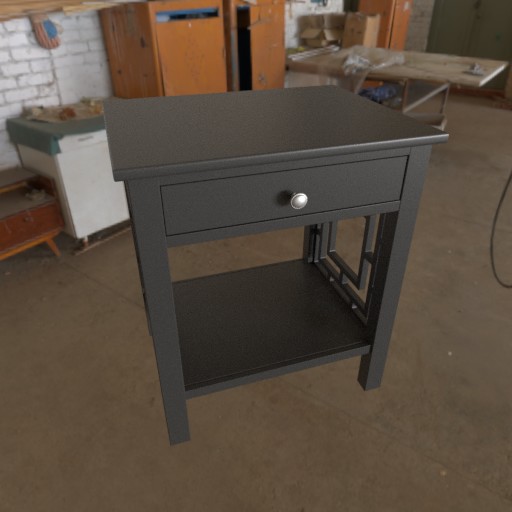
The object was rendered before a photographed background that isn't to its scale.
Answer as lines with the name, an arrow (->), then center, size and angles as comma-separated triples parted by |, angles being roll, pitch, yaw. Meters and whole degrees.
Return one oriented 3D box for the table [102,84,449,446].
table -> 0.000, 0.000, 1.035 | 0.564, 0.646, 0.451 | -10, 33, -15
